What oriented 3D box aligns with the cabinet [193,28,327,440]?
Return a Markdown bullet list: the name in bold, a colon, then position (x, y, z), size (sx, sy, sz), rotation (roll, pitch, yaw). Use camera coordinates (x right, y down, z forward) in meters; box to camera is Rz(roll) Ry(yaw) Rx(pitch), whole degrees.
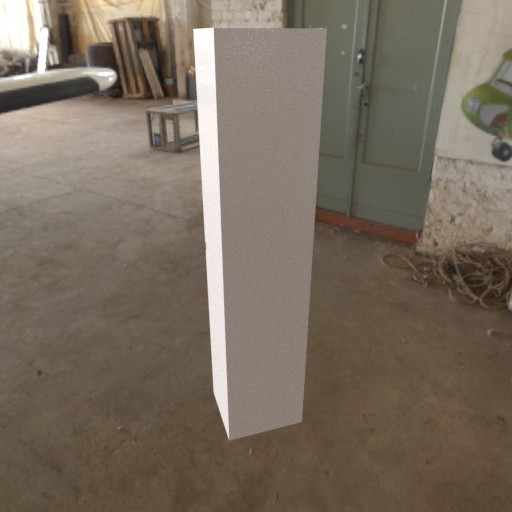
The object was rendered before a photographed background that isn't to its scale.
- **cabinet**: position (0.000, 0.000, 1.535), size (0.300, 1.400, 0.269), rotation (-8, 28, -16)
